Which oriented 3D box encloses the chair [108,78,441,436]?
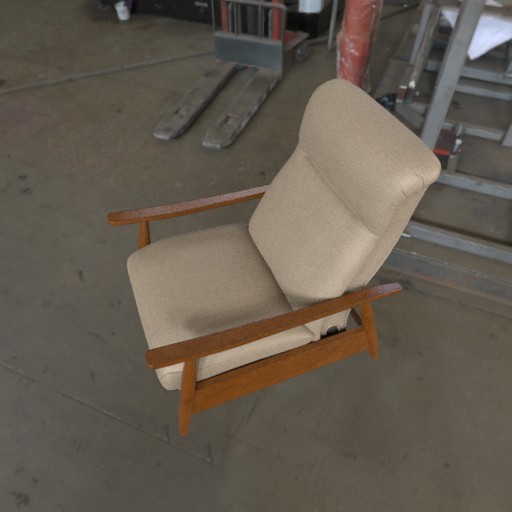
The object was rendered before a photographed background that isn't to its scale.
[{"bbox_3d":[0.000,0.000,1.799,1.032,1.082,0.762,-17,50,-15],"label":"chair"}]
